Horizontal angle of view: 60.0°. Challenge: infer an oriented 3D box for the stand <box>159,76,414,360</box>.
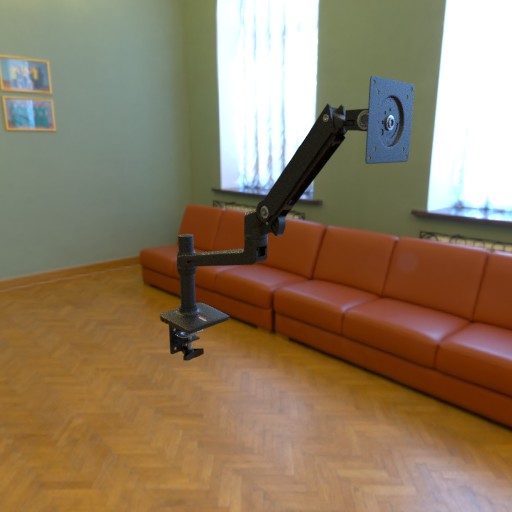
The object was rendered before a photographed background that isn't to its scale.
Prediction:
[{"bbox_3d":[0.000,0.000,1.043,0.650,0.713,0.152,13,19,43],"label":"stand"}]
